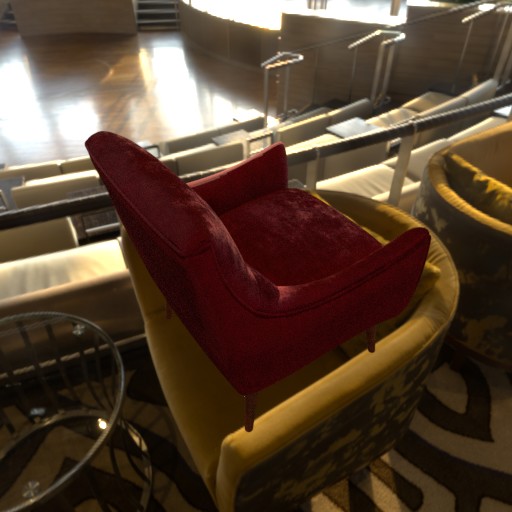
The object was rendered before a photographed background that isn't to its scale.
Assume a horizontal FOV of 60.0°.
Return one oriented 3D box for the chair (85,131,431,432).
[{"bbox_3d":[0.000,0.000,1.461,0.787,0.838,0.762,-24,45,-26],"label":"chair"}]
